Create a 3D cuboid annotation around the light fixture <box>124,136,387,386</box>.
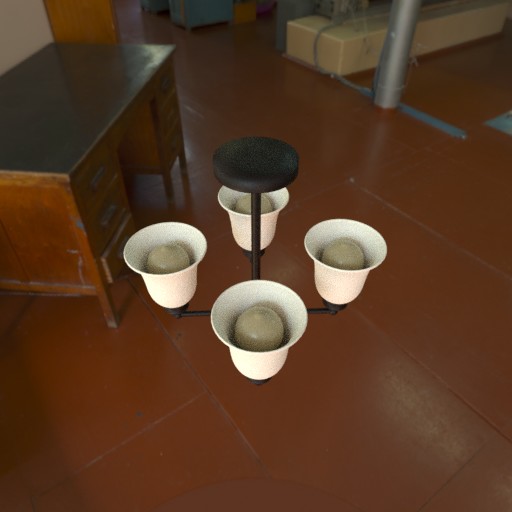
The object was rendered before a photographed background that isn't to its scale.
[{"bbox_3d":[0.000,0.000,1.848,1.069,0.925,1.069,-1,42,-1],"label":"light fixture"}]
